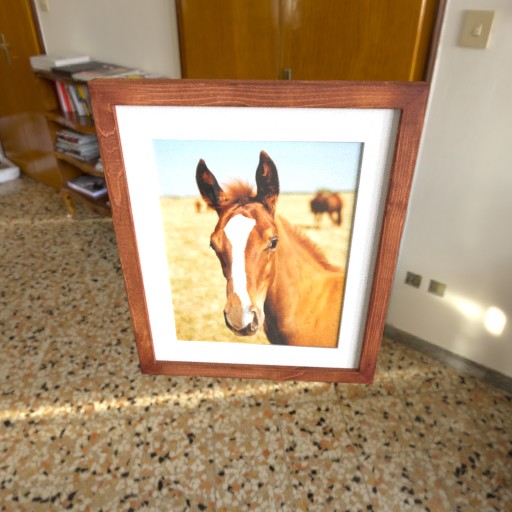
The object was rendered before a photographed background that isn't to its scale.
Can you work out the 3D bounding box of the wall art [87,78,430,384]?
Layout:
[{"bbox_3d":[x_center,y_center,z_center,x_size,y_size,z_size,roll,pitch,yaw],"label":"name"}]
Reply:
[{"bbox_3d":[0.000,0.000,0.751,0.462,0.558,0.030,2,31,3],"label":"wall art"}]
